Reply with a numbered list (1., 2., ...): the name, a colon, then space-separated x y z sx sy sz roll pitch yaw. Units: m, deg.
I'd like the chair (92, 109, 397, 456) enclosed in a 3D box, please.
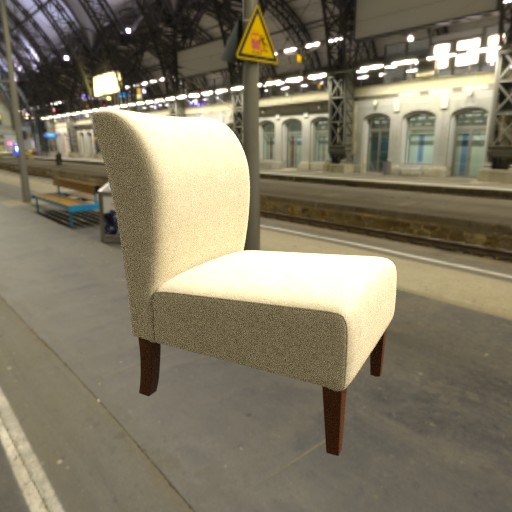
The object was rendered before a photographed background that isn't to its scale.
1. chair: 0.000 0.000 1.330 0.754 0.833 0.521 7 16 28
